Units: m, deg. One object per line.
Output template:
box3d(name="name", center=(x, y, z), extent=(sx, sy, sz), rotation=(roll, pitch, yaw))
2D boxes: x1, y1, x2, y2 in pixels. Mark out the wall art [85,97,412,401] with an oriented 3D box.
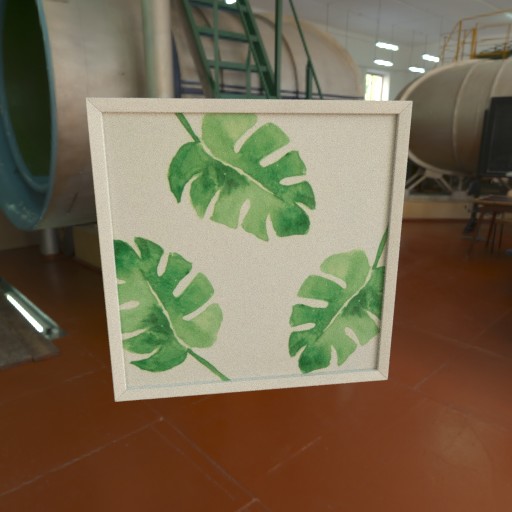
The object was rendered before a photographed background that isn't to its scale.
box3d(name="wall art", center=(0.000, 0.000, 1.143), extent=(0.762, 0.762, 0.040), rotation=(-2, 16, -8))
